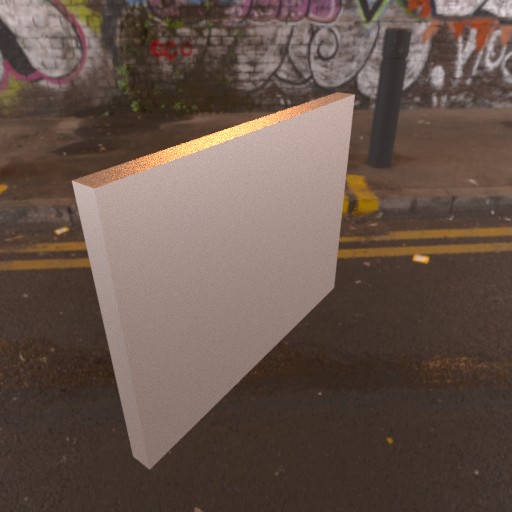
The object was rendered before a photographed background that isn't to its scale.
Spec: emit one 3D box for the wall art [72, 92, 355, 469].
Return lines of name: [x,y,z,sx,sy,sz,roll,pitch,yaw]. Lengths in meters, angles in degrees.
wall art: [0.000,0.000,1.368,0.066,0.801,1.056,20,36,31]
